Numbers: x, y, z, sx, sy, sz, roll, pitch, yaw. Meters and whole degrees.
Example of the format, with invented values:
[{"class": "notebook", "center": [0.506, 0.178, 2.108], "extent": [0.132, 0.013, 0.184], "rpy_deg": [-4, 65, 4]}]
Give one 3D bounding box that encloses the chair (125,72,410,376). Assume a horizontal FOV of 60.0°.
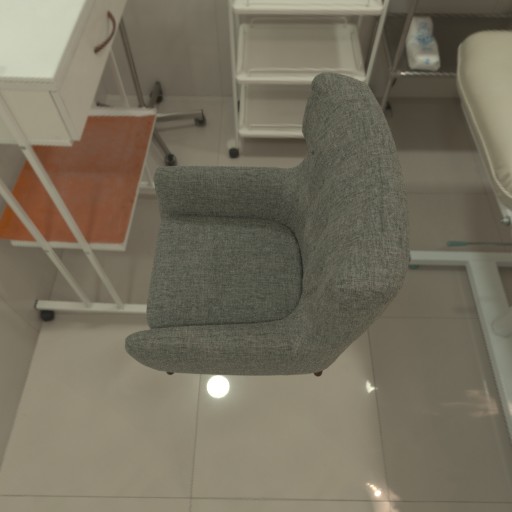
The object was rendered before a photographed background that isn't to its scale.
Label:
[{"class": "chair", "center": [0.000, 0.000, 1.746], "extent": [0.904, 1.063, 0.878], "rpy_deg": [1, 58, 0]}]
